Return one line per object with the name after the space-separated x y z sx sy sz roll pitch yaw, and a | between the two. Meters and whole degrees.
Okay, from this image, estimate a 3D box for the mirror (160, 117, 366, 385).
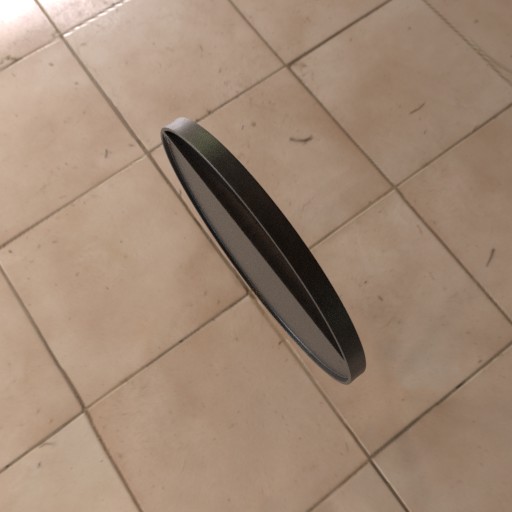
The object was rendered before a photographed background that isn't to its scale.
0.000 0.000 0.840 0.032 0.565 0.565 -36 78 -9 | mirror
